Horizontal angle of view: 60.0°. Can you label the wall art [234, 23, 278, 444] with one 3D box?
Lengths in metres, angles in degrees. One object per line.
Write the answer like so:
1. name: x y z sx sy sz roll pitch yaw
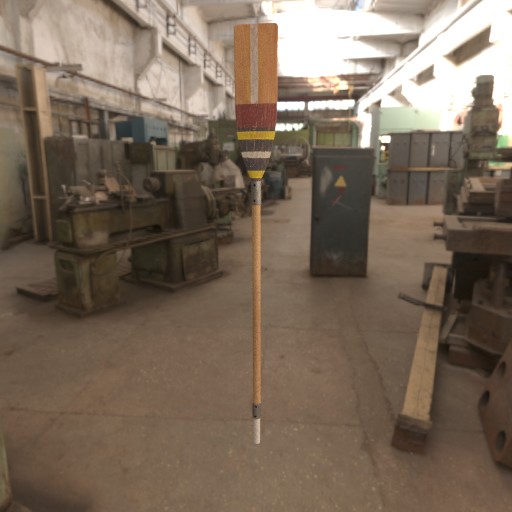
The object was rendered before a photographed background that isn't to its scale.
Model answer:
1. wall art: 0.000 0.000 1.624 0.146 1.556 0.038 2 13 8
